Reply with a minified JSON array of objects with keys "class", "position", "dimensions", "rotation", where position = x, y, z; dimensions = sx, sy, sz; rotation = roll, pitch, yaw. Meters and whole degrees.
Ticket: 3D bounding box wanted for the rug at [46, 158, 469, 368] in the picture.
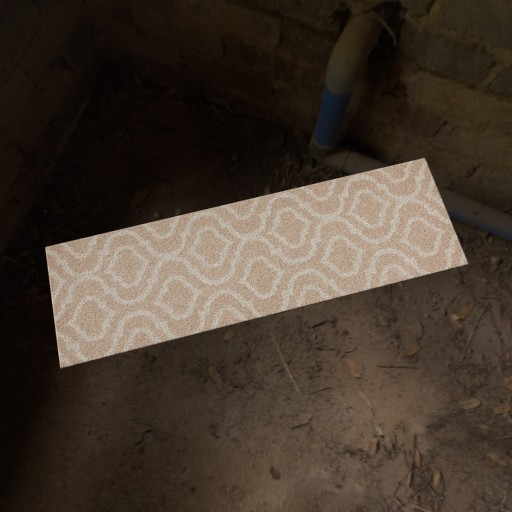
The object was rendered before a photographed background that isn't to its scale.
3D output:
[{"class":"rug","position":[0.000,0.000,2.503],"dimensions":[2.289,0.013,0.691],"rotation":[-14,74,-4]}]
